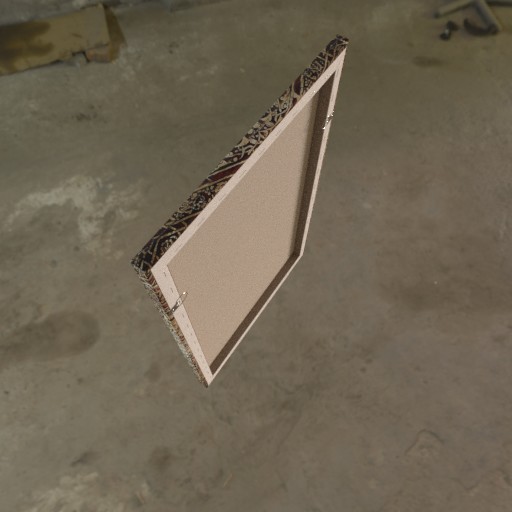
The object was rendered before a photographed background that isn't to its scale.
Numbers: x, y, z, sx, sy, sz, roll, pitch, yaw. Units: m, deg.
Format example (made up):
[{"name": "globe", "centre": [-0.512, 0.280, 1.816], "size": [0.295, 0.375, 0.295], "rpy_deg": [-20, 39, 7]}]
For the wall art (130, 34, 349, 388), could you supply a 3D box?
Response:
[{"name": "wall art", "centre": [0.000, 0.000, 1.151], "size": [0.030, 0.904, 0.599], "rpy_deg": [32, 67, 15]}]
